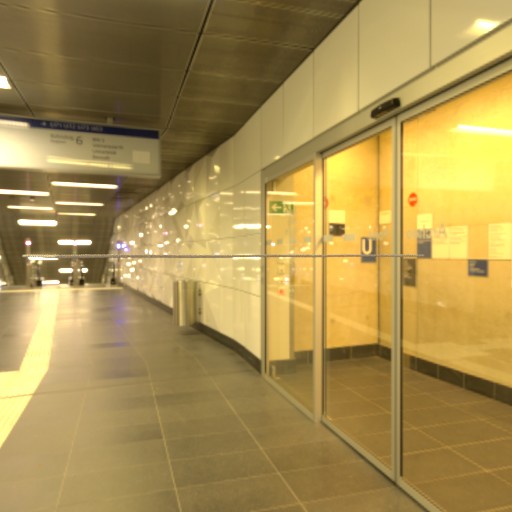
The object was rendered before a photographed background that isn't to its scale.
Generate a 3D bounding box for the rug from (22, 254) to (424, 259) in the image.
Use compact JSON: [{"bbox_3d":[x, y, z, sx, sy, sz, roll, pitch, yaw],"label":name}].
[{"bbox_3d":[0.000,0.000,2.410,2.182,0.015,0.645,0,0,-36],"label":"rug"}]
